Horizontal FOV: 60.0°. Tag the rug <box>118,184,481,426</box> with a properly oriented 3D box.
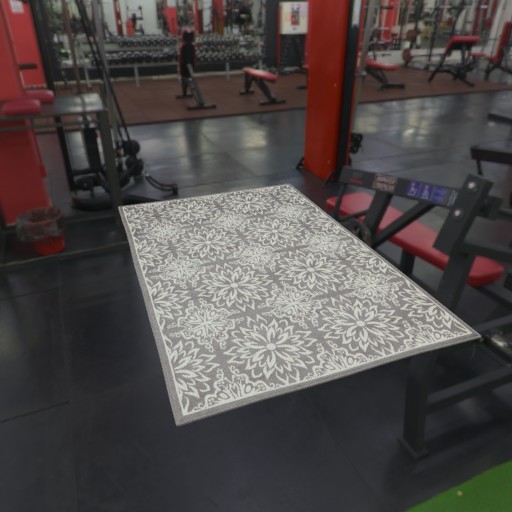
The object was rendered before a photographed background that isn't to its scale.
[{"bbox_3d":[0.000,0.000,2.322,1.224,0.012,1.847,-10,31,-18],"label":"rug"}]
